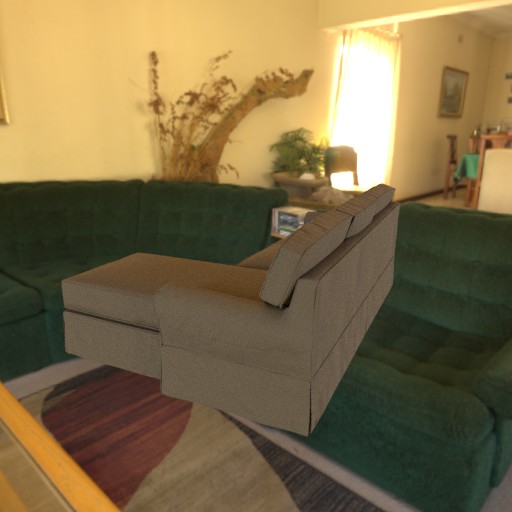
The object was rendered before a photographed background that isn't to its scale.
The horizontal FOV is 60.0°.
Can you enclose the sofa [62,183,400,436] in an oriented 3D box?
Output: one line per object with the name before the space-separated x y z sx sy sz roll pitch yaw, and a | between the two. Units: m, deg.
sofa | 0.000 0.000 3.378 1.733 0.978 2.475 8 18 25
